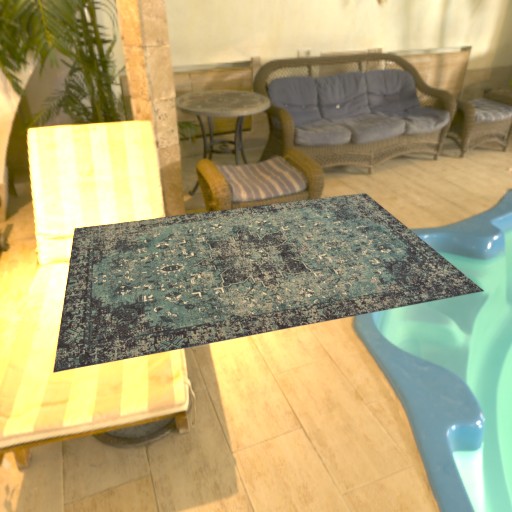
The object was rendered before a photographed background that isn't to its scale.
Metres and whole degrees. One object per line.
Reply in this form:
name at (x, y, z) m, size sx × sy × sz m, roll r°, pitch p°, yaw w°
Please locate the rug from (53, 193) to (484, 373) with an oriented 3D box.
rug at (0.000, 0.000, 3.020) m, size 2.440 × 0.007 × 1.525 m, roll -8°, pitch 33°, yaw -13°
